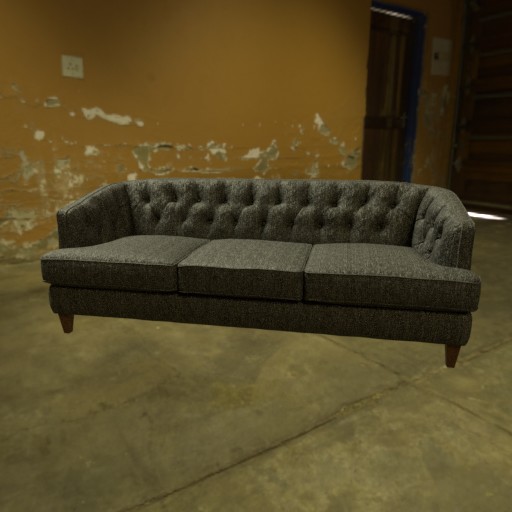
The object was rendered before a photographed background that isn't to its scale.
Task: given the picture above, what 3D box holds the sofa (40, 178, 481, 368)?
[{"bbox_3d":[0.000,0.000,2.636,2.278,0.855,0.941,3,14,11],"label":"sofa"}]
